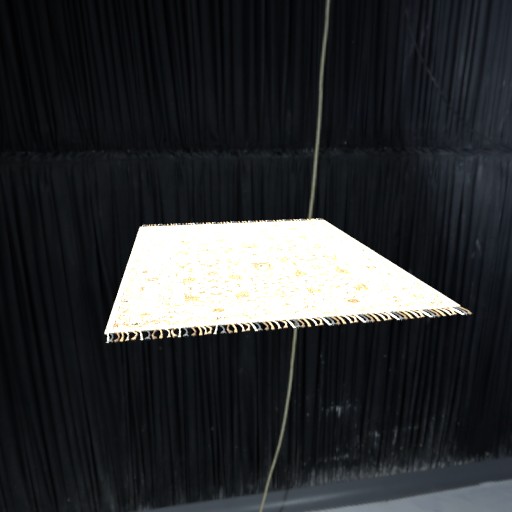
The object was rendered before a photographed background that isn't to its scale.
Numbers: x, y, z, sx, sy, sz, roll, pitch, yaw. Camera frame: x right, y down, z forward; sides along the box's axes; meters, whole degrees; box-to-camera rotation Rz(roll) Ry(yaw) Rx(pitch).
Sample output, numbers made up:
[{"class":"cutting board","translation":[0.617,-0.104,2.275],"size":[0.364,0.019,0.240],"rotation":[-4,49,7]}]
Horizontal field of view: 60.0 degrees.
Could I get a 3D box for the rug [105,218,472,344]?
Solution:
[{"class":"rug","translation":[0.000,0.000,2.291],"size":[1.278,0.009,1.726],"rotation":[-3,17,-10]}]
